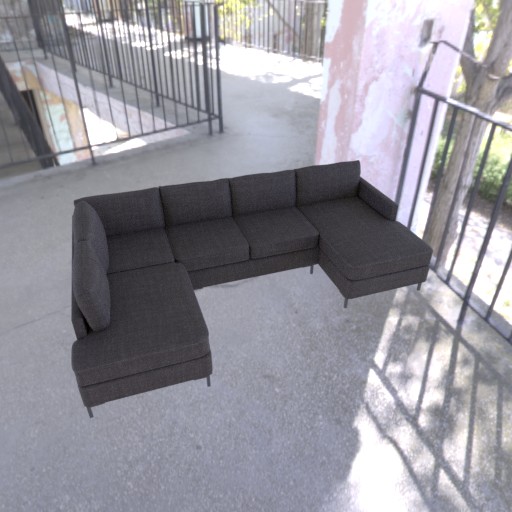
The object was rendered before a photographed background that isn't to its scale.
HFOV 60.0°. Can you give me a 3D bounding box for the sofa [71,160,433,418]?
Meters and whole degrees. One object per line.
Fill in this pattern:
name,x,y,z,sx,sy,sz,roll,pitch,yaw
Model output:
sofa,0.000,0.000,4.371,3.423,0.999,2.048,-11,35,-16
